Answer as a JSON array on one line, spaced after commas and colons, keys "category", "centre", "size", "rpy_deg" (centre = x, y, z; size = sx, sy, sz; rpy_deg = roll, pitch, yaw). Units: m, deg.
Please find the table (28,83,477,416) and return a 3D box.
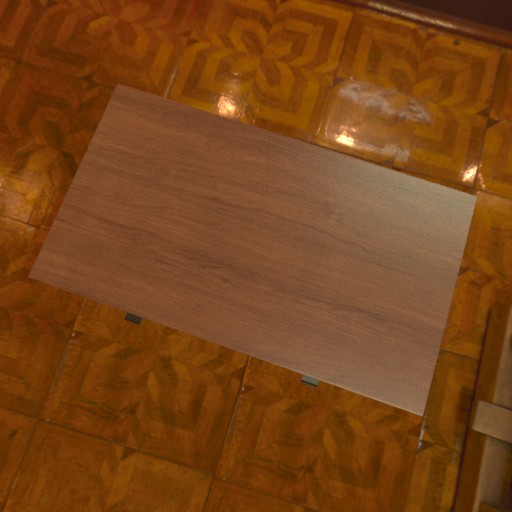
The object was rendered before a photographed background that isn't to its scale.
[{"category": "table", "centre": [0.000, 0.000, 1.320], "size": [1.020, 0.380, 0.600], "rpy_deg": [19, 78, 4]}]
